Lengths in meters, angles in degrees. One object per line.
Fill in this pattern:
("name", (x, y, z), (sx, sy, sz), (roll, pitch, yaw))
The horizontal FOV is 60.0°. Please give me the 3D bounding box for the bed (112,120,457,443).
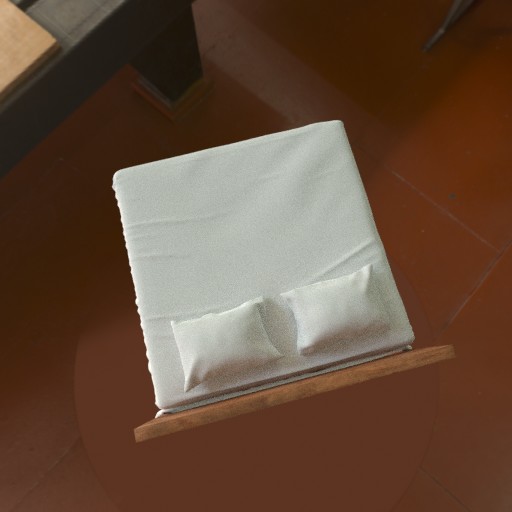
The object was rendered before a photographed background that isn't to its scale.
("bed", (0.000, 0.000, 3.484), (2.255, 1.158, 2.165), (-14, 77, -3))
